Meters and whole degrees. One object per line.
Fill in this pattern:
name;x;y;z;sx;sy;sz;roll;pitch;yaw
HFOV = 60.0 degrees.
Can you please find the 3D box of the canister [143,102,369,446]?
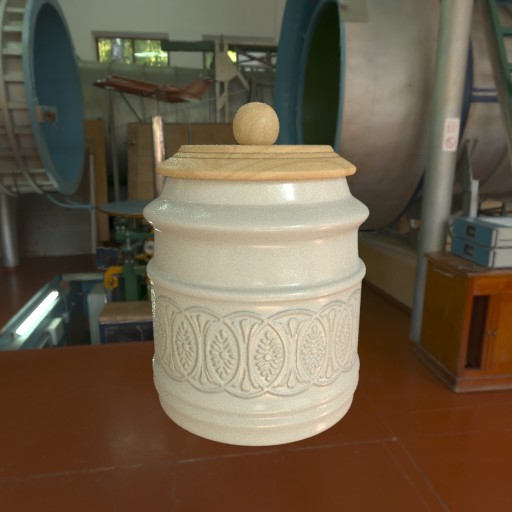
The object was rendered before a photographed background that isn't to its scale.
canister;0.000;0.000;0.269;0.130;0.176;0.130;0;14;0
